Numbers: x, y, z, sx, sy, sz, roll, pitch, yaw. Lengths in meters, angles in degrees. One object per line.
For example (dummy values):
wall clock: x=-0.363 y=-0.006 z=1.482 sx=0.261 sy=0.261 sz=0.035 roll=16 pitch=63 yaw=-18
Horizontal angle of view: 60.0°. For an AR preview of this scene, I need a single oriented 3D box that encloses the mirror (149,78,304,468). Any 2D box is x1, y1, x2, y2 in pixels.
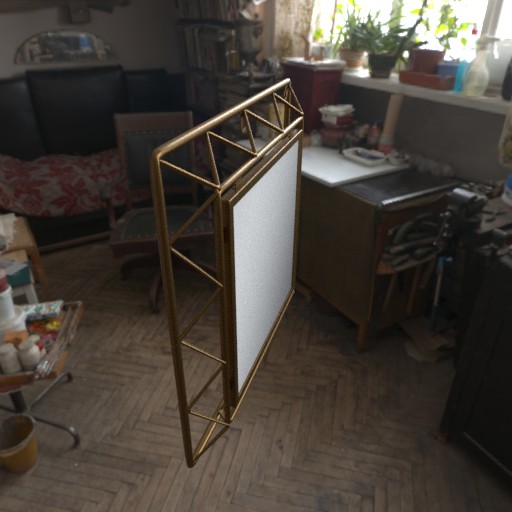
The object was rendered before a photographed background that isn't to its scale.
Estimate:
mirror: x=0.000 y=0.000 z=0.625 sx=0.046 sy=0.414 sz=0.416 roll=10 pitch=32 yaw=17
